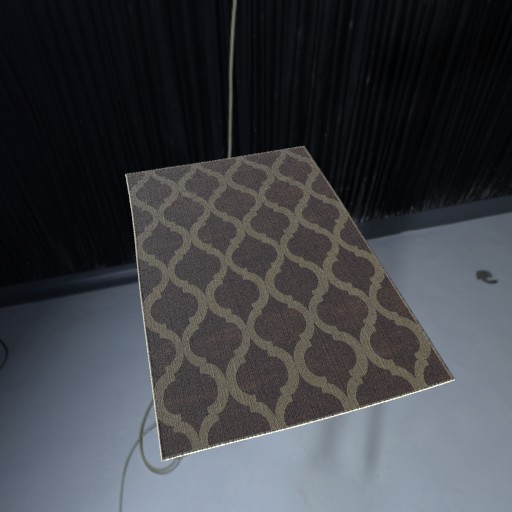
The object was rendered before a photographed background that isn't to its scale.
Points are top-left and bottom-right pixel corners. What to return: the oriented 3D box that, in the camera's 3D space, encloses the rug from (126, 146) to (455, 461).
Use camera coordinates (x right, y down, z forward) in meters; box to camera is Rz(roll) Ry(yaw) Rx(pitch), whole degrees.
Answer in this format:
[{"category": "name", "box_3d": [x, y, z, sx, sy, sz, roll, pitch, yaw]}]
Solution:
[{"category": "rug", "box_3d": [0.000, 0.000, 2.905, 1.522, 0.008, 2.284, -11, 47, -11]}]
